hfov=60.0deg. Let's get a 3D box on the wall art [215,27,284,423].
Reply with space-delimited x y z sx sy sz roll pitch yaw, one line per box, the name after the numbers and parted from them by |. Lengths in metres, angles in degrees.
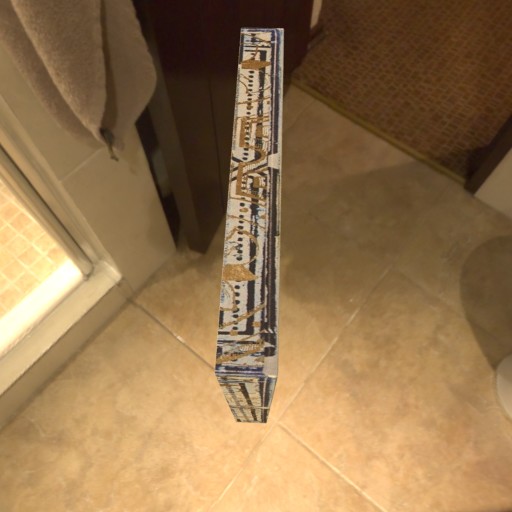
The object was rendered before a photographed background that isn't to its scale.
0.000 0.000 0.465 0.038 0.306 0.302 2 64 1 | wall art
